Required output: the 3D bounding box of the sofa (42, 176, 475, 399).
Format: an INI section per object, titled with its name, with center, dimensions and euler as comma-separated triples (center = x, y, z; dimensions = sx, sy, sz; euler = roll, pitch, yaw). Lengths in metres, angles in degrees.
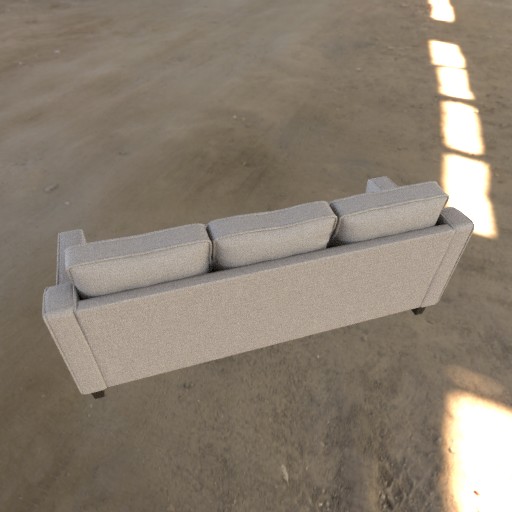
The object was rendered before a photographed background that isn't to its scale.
[sofa]
center = 0.000, 0.000, 2.576
dimensions = 2.129, 0.950, 0.899
euler = -12, 41, -14
